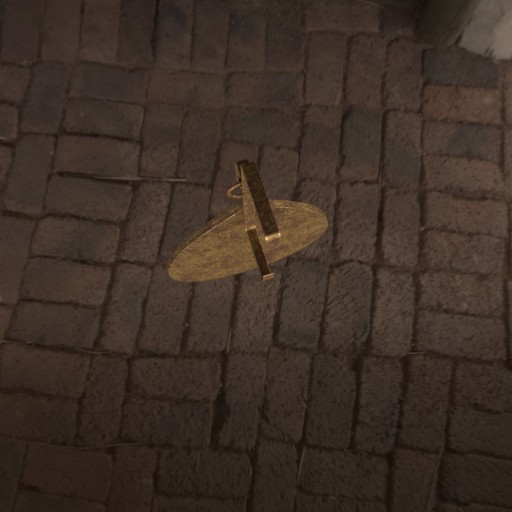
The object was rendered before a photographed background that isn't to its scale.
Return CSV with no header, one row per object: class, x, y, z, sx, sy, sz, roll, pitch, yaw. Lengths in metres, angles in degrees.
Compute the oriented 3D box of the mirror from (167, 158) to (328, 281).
mirror,0.000,0.000,0.925,0.405,0.744,0.144,-17,77,-4
